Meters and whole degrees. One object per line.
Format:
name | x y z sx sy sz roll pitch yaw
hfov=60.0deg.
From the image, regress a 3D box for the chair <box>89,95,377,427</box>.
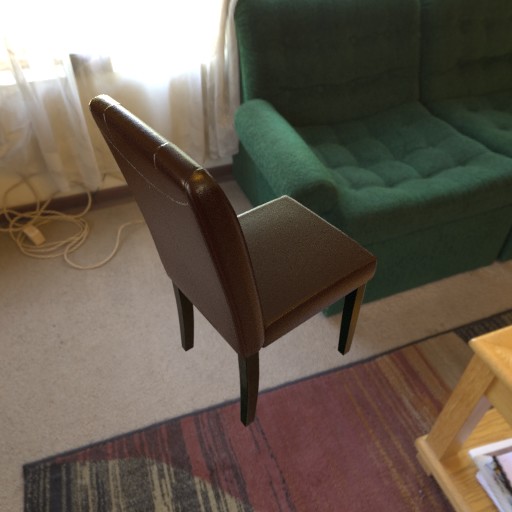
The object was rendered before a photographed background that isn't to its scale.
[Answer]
chair | 0.000 0.000 1.182 0.556 0.897 0.399 -28 49 -27
